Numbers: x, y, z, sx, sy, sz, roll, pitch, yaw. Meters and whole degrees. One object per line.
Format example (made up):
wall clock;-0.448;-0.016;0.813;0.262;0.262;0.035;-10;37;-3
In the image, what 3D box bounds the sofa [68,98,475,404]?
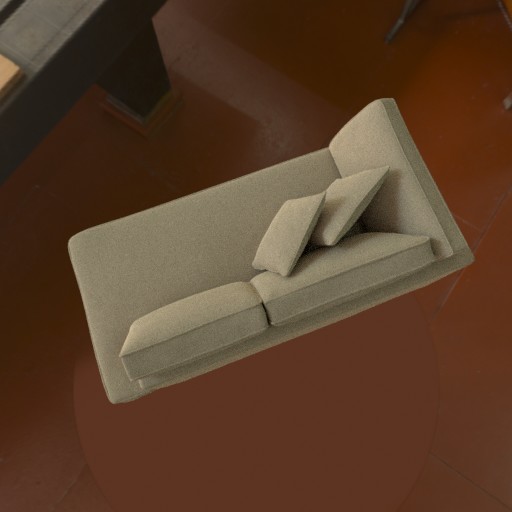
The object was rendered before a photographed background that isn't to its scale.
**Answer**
sofa;0.000;0.000;2.798;2.237;1.033;1.110;-20;76;-5
